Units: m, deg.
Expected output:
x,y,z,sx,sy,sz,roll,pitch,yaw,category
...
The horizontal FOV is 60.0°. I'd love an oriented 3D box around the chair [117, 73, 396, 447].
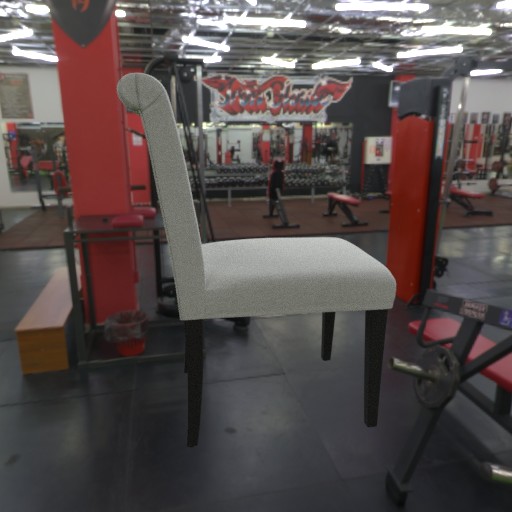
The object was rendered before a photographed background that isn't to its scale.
x,y,z,sx,sy,sz,roll,pitch,yaw,category
0.000,0.000,1.354,0.708,0.976,0.452,-3,15,-10,chair
